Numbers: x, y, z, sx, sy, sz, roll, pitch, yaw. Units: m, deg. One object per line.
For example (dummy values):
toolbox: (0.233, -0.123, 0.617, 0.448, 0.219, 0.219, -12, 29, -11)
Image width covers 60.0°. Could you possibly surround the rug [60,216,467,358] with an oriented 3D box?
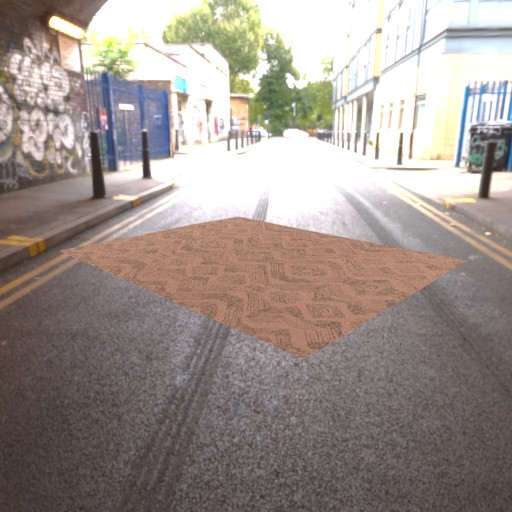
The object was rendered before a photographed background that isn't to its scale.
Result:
rug: (0.000, 0.000, 4.184, 3.054, 0.030, 2.430, 15, 22, 42)
